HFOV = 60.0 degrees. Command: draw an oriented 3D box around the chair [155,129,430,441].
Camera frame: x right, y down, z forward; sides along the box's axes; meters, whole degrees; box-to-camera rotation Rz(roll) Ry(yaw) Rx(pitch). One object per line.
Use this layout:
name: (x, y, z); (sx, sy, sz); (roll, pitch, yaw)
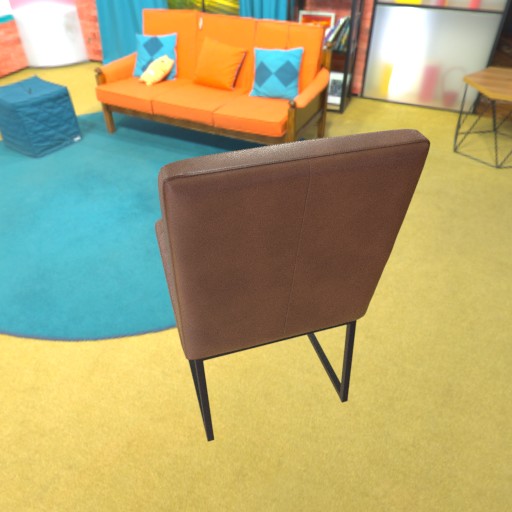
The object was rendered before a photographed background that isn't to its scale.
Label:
chair: (0.000, 0.000, 1.278); (0.520, 0.930, 0.634); (-11, 41, -13)
